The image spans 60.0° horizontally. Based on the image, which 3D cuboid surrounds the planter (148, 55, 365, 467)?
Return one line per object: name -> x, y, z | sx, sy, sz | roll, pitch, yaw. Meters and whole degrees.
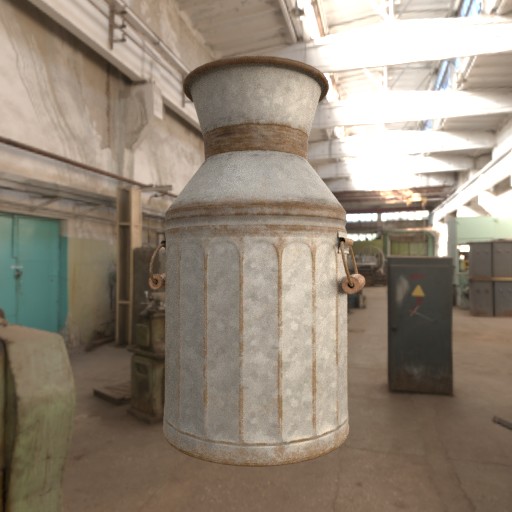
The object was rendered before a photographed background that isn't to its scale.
planter -> 0.000, 0.000, 0.520 | 0.245, 0.396, 0.214 | 0, -1, 18
